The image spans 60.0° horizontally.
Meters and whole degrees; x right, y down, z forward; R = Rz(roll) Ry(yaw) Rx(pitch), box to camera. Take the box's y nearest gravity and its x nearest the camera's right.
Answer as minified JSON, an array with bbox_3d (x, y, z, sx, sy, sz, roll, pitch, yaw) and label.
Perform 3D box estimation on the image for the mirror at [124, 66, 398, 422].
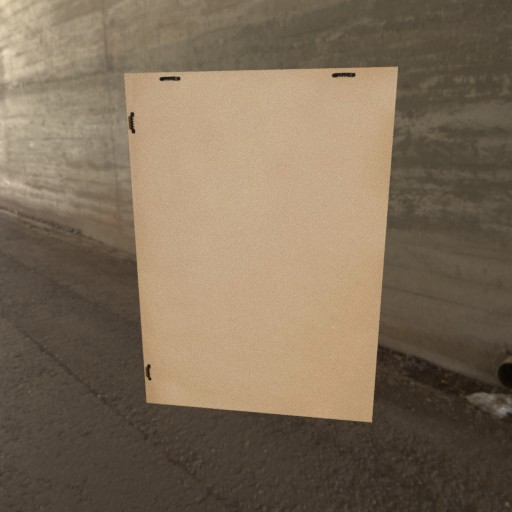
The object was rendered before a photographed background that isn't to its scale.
[{"bbox_3d":[0.000,0.000,0.913,0.507,0.710,0.040,2,14,8],"label":"mirror"}]
